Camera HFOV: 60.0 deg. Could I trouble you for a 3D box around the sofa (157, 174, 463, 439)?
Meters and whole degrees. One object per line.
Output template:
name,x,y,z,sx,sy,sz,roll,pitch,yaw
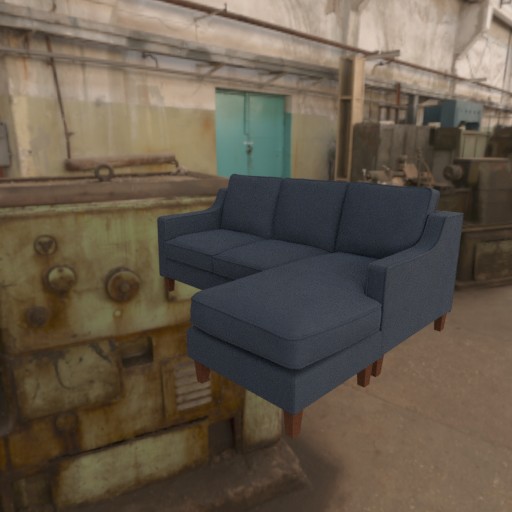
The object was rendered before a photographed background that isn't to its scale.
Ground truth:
sofa,0.000,0.000,3.312,2.317,1.066,1.858,15,21,43
